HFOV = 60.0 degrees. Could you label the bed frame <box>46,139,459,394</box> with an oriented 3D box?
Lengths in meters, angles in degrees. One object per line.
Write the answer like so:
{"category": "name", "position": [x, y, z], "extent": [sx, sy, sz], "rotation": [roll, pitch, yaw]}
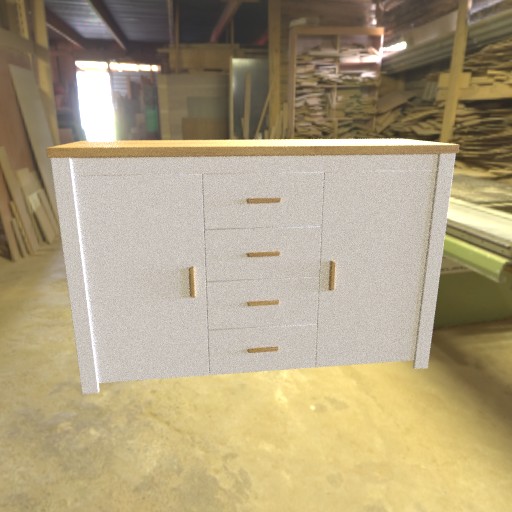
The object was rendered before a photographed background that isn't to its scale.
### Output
{"category": "bed frame", "position": [0.000, 0.000, 1.712], "extent": [1.300, 0.850, 0.430], "rotation": [-2, 17, -7]}
